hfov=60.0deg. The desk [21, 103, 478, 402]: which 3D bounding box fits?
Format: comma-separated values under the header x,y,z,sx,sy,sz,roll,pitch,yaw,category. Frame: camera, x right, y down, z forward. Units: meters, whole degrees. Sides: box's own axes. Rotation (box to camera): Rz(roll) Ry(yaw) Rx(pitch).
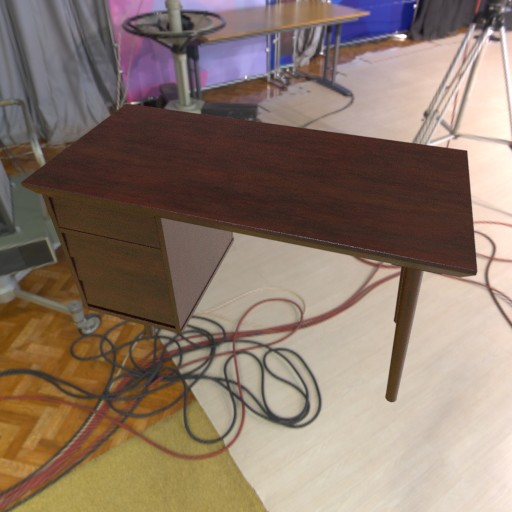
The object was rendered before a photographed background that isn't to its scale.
x,y,z,sx,sy,sz,roll,pitch,yaw,category
0.000,0.000,1.644,1.277,0.758,0.612,12,43,13,desk
